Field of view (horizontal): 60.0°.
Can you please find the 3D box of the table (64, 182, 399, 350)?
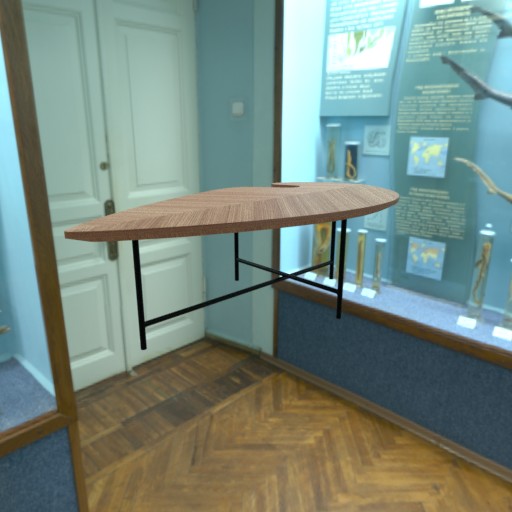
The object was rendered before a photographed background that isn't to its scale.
[{"bbox_3d":[0.000,0.000,1.452,1.199,0.360,0.598,-15,22,-41],"label":"table"}]
